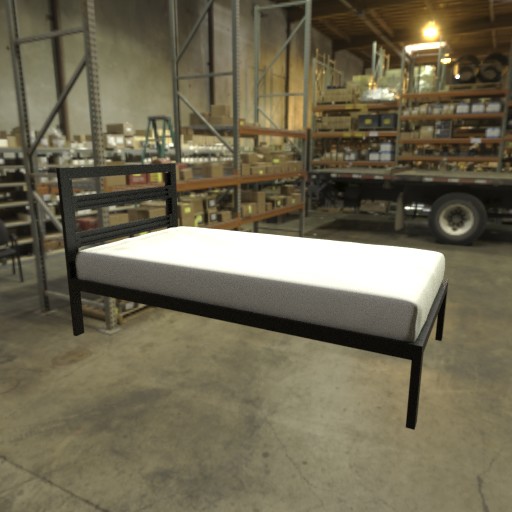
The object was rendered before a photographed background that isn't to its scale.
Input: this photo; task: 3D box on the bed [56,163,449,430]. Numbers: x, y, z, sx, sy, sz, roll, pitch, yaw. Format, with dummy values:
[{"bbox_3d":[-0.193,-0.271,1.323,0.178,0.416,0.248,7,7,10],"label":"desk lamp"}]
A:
[{"bbox_3d":[0.000,0.000,2.483,1.930,0.967,0.991,7,15,27],"label":"bed"}]
